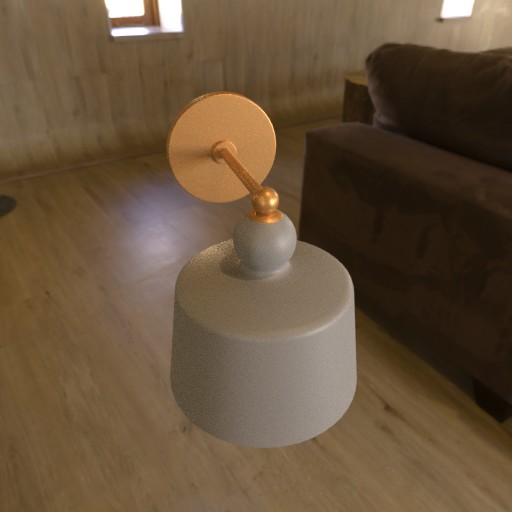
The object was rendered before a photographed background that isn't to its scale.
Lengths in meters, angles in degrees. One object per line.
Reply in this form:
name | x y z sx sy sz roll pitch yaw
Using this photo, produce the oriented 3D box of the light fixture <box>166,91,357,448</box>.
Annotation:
light fixture | 0.000 0.000 0.445 0.204 0.268 0.254 -10 33 -16
